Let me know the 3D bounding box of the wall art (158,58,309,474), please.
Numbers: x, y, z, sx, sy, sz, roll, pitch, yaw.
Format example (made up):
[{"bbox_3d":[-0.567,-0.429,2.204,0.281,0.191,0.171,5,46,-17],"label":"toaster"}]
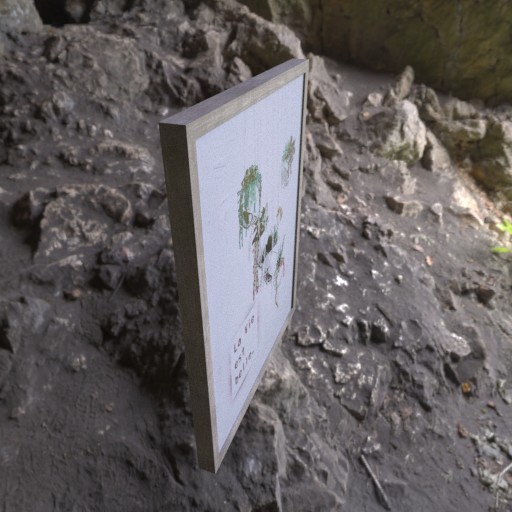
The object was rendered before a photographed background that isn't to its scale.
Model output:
[{"bbox_3d":[0.000,0.000,0.701,0.032,0.521,0.421,11,33,17],"label":"wall art"}]
